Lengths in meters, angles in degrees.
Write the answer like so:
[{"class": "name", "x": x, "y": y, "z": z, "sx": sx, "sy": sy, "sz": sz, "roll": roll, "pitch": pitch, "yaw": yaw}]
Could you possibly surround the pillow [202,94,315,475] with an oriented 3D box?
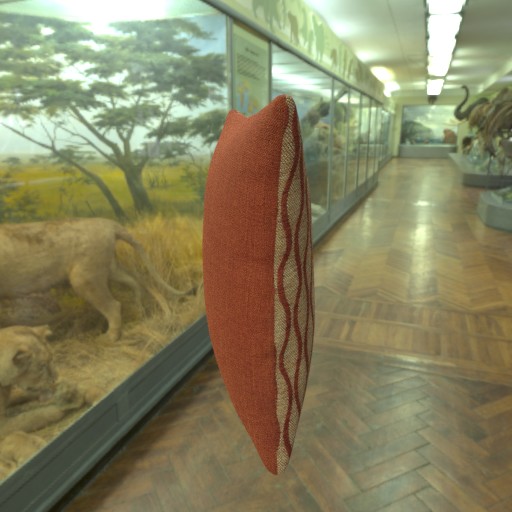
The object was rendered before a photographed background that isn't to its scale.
[{"class": "pillow", "x": 0.000, "y": 0.000, "z": 0.664, "sx": 0.159, "sy": 0.434, "sz": 0.429, "roll": -3, "pitch": 16, "yaw": -10}]
